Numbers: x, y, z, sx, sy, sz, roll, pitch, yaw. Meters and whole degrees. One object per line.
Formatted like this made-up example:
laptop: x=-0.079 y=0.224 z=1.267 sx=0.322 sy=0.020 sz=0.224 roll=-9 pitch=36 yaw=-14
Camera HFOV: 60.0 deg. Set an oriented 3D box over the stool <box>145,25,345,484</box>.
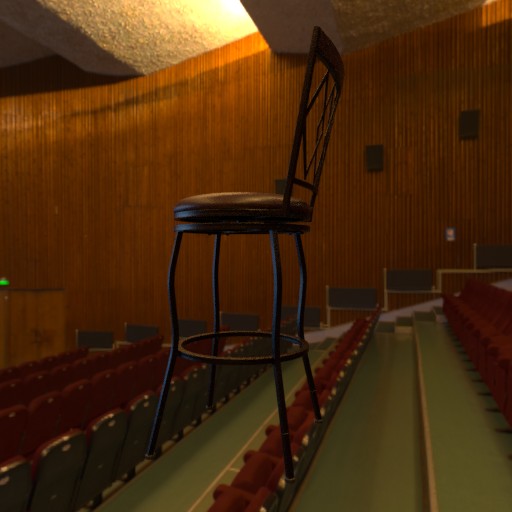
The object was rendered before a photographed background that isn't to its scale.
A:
stool: x=0.000 y=0.000 z=1.355 sx=0.521 sy=1.134 sz=0.432 roll=0 pitch=1 yaw=18
